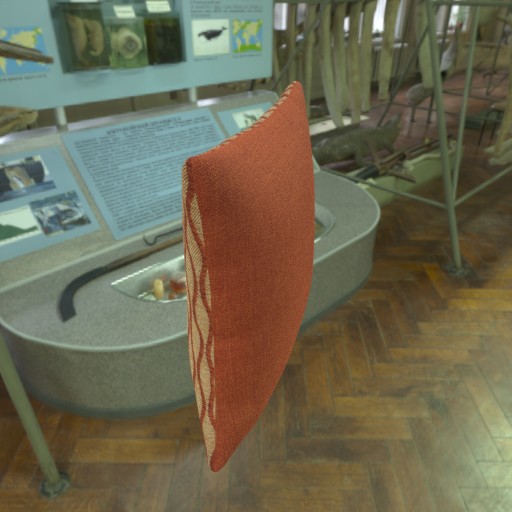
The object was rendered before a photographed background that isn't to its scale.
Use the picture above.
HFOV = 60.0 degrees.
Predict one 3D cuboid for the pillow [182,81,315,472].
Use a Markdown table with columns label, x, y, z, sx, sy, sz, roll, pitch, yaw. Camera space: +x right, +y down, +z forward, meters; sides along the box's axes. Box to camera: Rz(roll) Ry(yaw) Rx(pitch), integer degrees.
| label | x | y | z | sx | sy | sz | roll | pitch | yaw |
| --- | --- | --- | --- | --- | --- | --- | --- | --- | --- |
| pillow | 0.000 | 0.000 | 0.661 | 0.159 | 0.434 | 0.429 | 8 | 32 | 13 |
